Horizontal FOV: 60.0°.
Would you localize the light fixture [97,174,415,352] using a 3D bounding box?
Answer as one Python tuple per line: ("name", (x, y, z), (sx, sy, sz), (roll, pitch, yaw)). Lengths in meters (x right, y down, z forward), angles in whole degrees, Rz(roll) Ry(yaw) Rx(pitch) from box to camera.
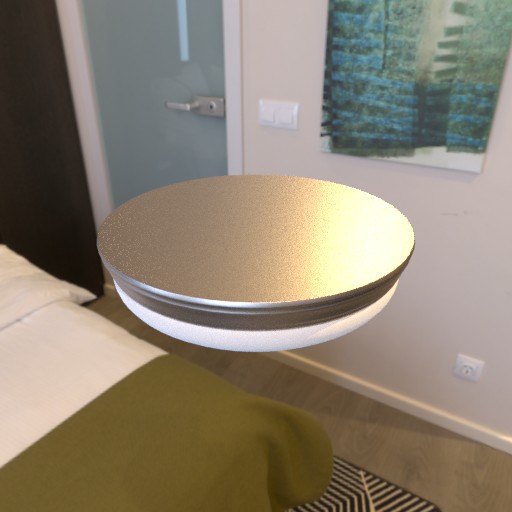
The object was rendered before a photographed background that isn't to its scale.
("light fixture", (0.000, 0.000, 0.559), (0.368, 0.100, 0.368), (0, 27, 0))
